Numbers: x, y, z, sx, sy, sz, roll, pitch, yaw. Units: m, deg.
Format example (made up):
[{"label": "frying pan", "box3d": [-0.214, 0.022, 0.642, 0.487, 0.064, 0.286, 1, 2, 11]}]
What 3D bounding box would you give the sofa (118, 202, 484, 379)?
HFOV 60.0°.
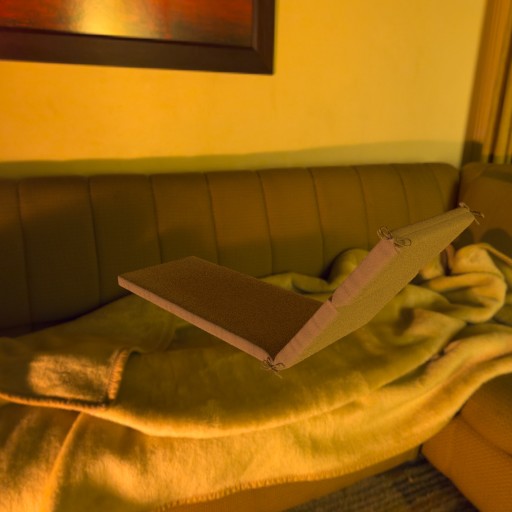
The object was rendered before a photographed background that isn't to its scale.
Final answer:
[{"label": "sofa", "box3d": [0.000, 0.000, 1.962, 0.582, 0.622, 1.663, -16, 24, -42]}]
